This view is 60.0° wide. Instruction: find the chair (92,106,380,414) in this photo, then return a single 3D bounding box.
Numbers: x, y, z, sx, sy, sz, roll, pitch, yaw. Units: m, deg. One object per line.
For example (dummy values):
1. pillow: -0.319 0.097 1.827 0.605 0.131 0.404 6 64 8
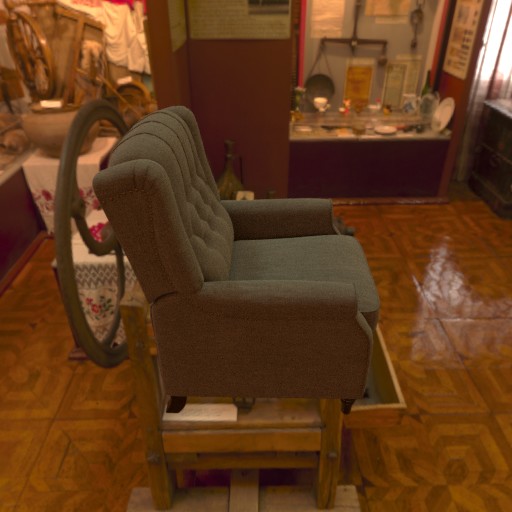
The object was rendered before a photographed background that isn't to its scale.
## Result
1. chair: 0.000 0.000 1.709 0.898 1.035 0.742 1 32 1
